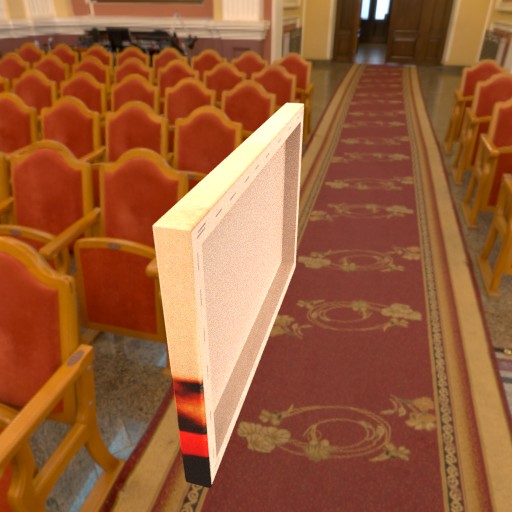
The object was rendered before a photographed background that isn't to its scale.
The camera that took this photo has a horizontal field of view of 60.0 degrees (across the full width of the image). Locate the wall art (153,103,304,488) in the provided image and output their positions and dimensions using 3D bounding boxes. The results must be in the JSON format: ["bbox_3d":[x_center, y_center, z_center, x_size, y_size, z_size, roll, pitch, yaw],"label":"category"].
[{"bbox_3d":[0.000,0.000,0.777,0.040,0.402,0.613,8,31,13],"label":"wall art"}]
